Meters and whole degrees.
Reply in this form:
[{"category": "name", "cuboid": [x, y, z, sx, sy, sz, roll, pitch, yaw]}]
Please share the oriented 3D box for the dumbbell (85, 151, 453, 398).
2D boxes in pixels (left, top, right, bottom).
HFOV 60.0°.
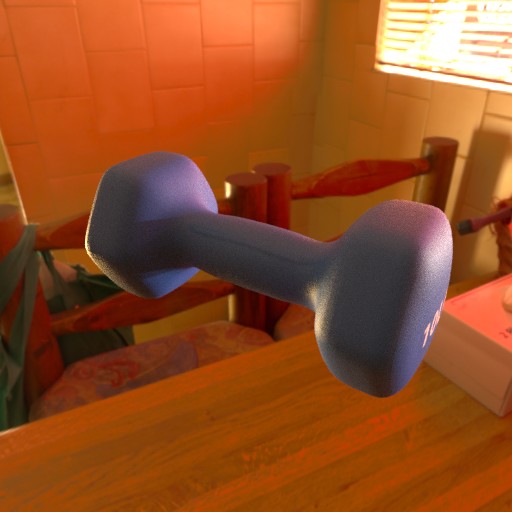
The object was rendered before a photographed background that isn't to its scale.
[{"category": "dumbbell", "cuboid": [0.000, 0.000, 0.266, 0.212, 0.093, 0.103, 18, 34, 29]}]
